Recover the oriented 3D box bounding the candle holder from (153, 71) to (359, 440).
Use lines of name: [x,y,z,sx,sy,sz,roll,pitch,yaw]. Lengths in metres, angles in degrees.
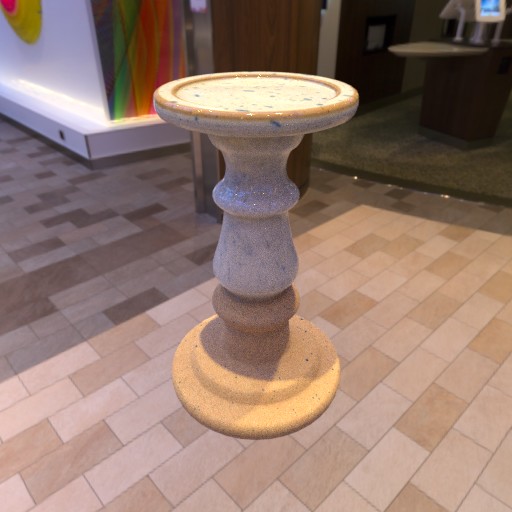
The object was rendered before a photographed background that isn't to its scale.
candle holder: [0.000,0.000,0.279,0.123,0.202,0.123,0,32,0]
